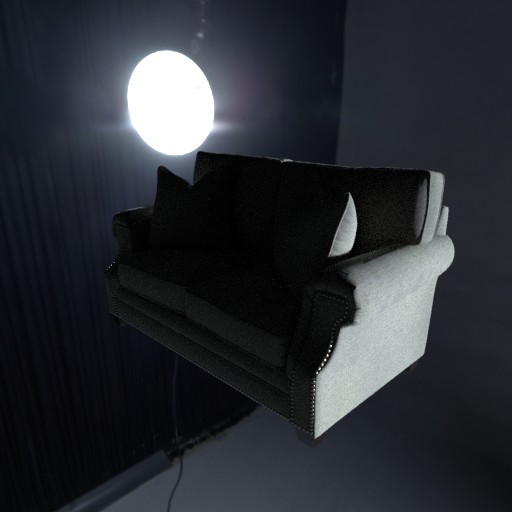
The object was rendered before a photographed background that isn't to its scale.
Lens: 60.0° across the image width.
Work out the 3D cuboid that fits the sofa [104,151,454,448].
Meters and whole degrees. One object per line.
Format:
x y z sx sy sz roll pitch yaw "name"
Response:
0.000 0.000 2.287 0.966 0.966 1.701 -16 23 -42 "sofa"
